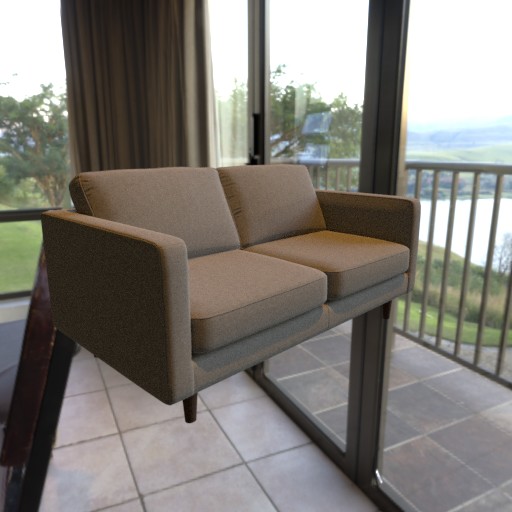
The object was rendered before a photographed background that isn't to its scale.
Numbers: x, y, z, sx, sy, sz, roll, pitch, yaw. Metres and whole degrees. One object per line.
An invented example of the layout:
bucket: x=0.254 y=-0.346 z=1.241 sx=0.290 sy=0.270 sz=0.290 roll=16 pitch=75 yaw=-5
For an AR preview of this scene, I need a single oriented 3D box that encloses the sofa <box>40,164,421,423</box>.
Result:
sofa: x=0.000 y=0.000 z=2.287 sx=1.731 sy=0.900 sz=1.000 roll=-13 pitch=19 yaw=-43
